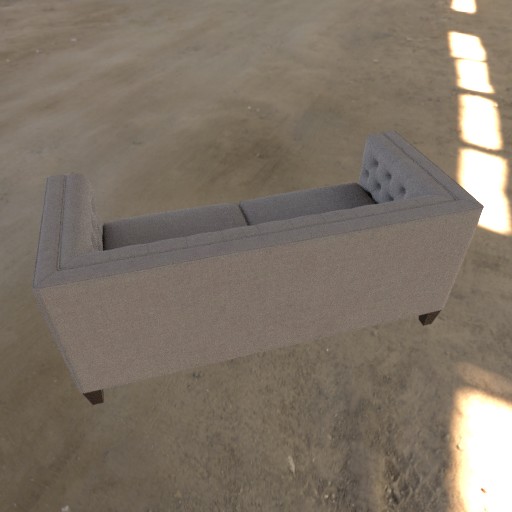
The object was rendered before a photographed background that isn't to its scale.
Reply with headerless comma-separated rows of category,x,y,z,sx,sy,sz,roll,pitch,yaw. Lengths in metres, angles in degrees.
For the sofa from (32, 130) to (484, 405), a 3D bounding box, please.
sofa,0.000,0.000,2.181,1.778,0.762,0.775,-11,42,-12
